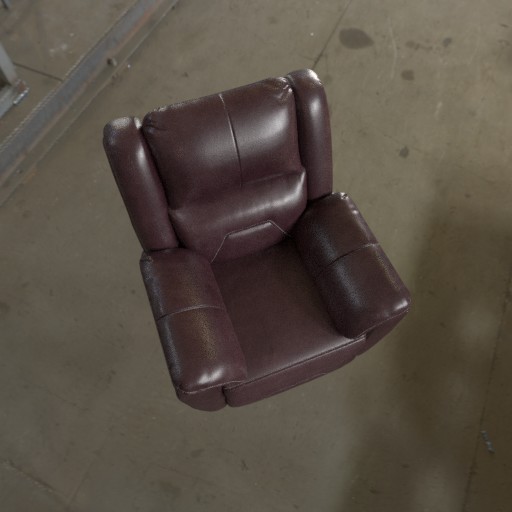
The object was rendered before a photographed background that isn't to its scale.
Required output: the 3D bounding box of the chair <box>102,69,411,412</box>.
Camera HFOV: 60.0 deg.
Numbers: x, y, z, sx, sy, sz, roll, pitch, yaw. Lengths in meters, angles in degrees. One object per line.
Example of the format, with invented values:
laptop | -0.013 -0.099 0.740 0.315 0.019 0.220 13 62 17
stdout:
chair | 0.000 0.000 1.933 0.990 1.093 1.041 -19 64 -9
